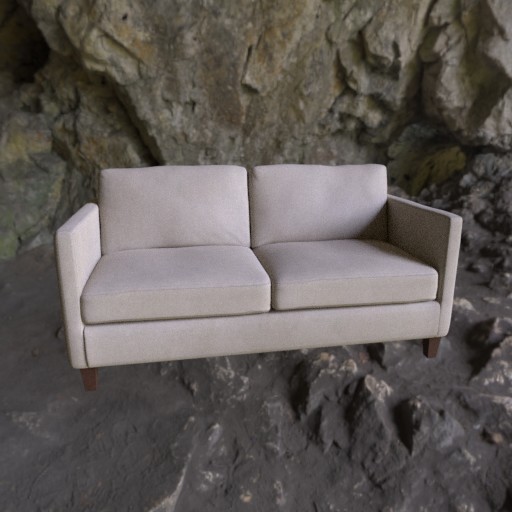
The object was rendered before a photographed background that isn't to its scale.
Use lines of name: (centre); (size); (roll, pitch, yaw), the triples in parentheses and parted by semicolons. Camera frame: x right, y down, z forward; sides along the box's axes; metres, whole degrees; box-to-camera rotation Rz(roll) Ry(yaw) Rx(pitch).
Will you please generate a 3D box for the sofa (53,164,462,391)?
sofa: (0.000, 0.000, 2.411); (1.846, 0.940, 0.950); (-3, 16, -10)
